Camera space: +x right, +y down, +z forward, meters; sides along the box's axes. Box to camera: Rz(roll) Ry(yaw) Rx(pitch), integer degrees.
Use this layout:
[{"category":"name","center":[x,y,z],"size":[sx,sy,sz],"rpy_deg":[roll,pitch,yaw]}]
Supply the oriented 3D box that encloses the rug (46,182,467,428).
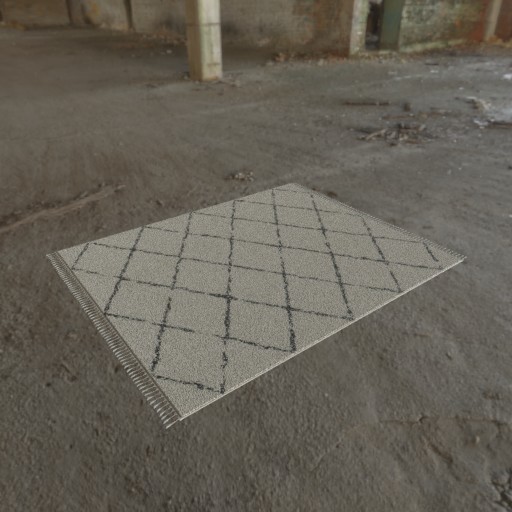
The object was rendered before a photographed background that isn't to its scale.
[{"category":"rug","center":[0.000,0.000,4.051],"size":[3.051,0.013,2.380],"rpy_deg":[-21,36,-32]}]
